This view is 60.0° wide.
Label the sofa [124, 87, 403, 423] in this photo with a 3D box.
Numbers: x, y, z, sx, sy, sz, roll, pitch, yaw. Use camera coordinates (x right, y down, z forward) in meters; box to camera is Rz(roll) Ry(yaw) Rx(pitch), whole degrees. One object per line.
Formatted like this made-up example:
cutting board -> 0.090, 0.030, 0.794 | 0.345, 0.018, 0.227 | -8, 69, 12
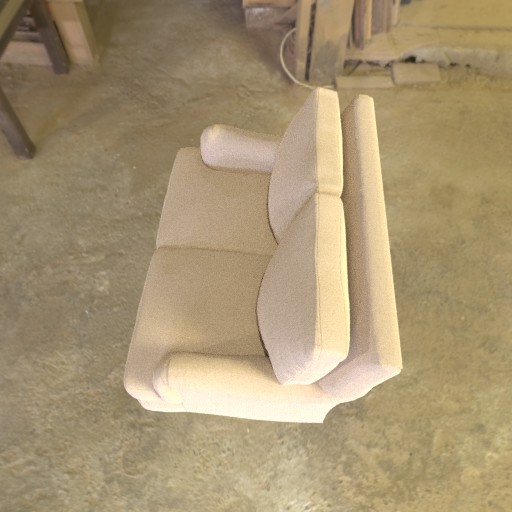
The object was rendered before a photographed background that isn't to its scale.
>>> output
sofa -> 0.000, 0.000, 2.258 | 1.087, 1.048, 1.508 | 3, 57, 2
